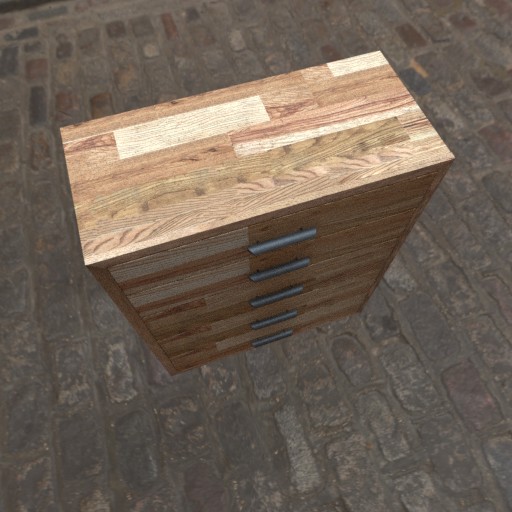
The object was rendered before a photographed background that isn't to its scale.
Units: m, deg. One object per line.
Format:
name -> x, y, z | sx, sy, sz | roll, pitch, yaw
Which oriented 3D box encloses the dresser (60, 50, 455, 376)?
dresser -> 0.000, 0.000, 1.726 | 0.966, 1.243, 0.480 | -17, 64, -9
